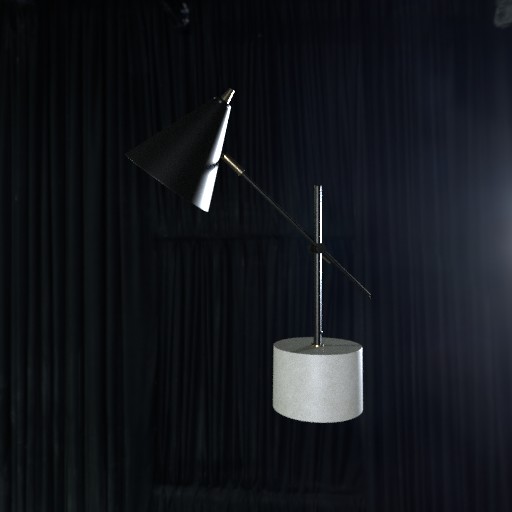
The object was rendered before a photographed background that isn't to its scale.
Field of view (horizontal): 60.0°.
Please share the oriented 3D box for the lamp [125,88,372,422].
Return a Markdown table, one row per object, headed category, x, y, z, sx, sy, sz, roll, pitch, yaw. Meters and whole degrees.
| category | x | y | z | sx | sy | sz | roll | pitch | yaw |
| --- | --- | --- | --- | --- | --- | --- | --- | --- | --- |
| lamp | 0.000 | 0.000 | 0.732 | 0.403 | 0.518 | 0.214 | 0 | 0 | 0 |
